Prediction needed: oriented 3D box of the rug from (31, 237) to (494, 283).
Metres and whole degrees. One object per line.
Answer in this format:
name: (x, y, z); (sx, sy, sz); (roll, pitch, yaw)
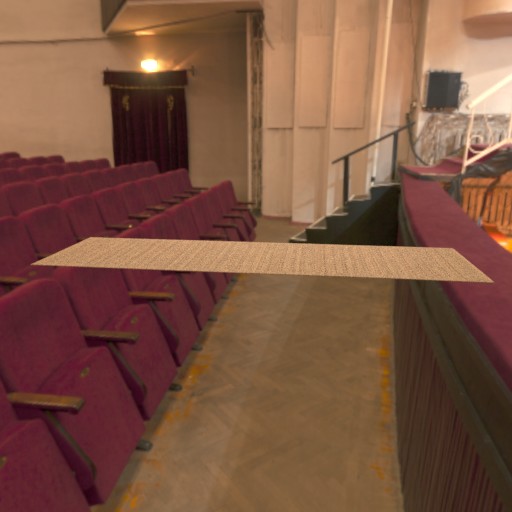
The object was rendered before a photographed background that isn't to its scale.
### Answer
rug: (0.000, 0.000, 2.643); (2.437, 0.005, 0.688); (2, 15, 7)
